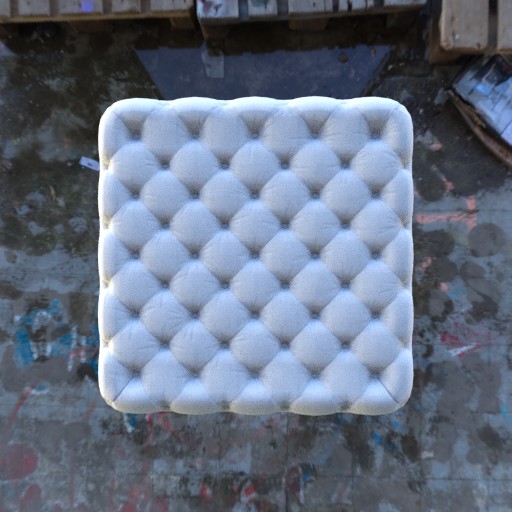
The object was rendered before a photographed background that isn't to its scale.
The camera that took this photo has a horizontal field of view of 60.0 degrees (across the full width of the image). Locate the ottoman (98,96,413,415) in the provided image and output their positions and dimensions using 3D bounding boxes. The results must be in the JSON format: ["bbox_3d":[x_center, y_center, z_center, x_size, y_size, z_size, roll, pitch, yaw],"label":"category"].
[{"bbox_3d":[0.000,0.000,1.201,0.753,0.376,0.755,0,90,1],"label":"ottoman"}]
